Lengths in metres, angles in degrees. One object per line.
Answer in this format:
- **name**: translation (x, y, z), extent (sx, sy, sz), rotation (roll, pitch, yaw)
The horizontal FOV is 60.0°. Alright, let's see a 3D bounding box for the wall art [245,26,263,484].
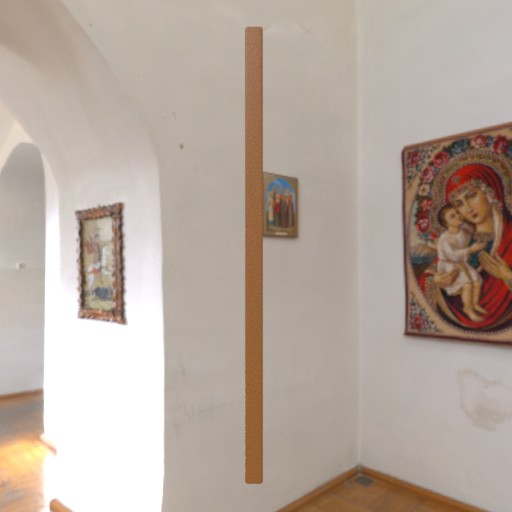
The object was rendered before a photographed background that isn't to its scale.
- **wall art**: translation (0.000, 0.000, 0.761), extent (0.022, 0.553, 0.452), rotation (0, -1, 1)
